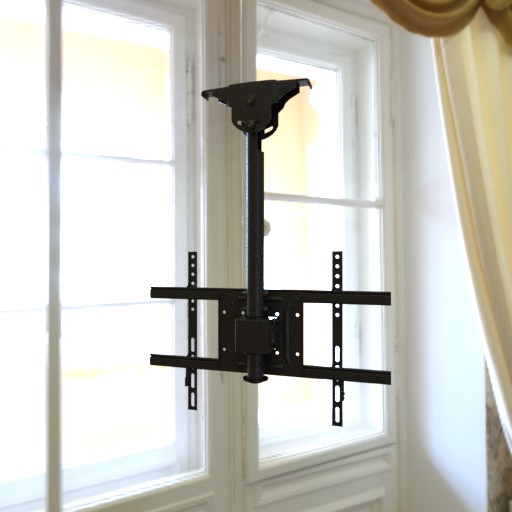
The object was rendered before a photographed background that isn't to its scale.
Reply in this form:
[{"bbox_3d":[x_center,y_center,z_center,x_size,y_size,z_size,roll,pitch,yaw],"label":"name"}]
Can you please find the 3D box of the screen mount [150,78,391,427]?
[{"bbox_3d":[0.000,0.000,1.022,0.595,0.775,0.090,0,0,17],"label":"screen mount"}]
